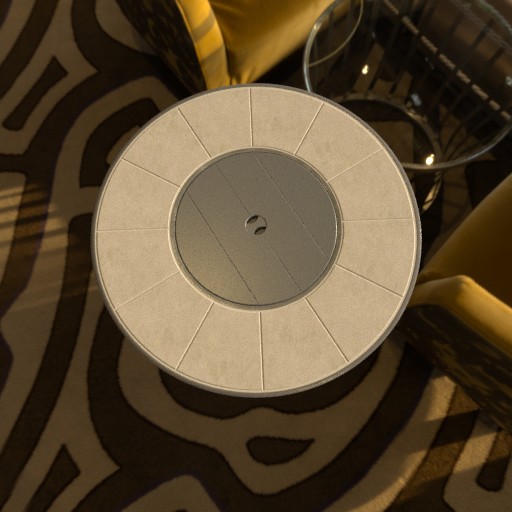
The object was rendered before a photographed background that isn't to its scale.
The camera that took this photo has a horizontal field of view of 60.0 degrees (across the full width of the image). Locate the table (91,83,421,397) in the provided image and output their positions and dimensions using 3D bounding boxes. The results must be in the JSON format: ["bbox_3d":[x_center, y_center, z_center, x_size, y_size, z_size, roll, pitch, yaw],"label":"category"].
[{"bbox_3d":[0.000,0.000,1.545,0.914,0.650,0.914,0,75,0],"label":"table"}]
